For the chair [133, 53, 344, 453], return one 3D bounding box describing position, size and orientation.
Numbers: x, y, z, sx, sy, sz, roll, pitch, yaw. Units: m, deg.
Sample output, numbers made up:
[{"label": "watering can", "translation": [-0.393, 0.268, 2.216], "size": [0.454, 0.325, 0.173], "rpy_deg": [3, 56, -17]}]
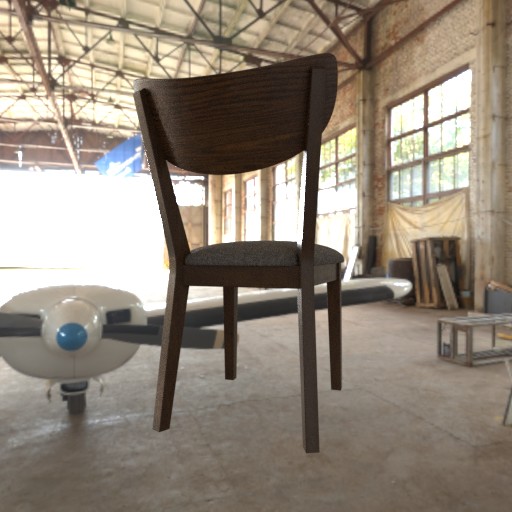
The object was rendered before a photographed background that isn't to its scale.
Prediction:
[{"label": "chair", "translation": [0.000, 0.000, 1.201], "size": [0.491, 0.849, 0.583], "rpy_deg": [0, 1, 18]}]
